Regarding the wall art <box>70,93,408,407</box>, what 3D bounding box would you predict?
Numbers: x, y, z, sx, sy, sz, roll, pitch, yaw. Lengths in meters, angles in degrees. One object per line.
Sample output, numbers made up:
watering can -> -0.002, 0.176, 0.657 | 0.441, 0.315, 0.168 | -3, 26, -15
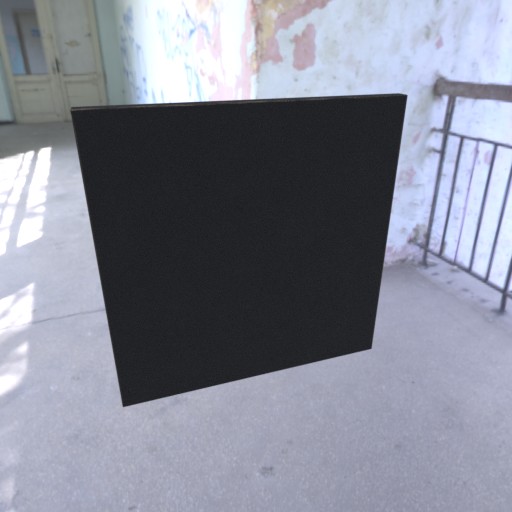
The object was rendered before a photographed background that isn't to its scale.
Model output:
wall art -> 0.000, 0.000, 0.455 | 0.304, 0.303, 0.015 | -9, 27, -17
